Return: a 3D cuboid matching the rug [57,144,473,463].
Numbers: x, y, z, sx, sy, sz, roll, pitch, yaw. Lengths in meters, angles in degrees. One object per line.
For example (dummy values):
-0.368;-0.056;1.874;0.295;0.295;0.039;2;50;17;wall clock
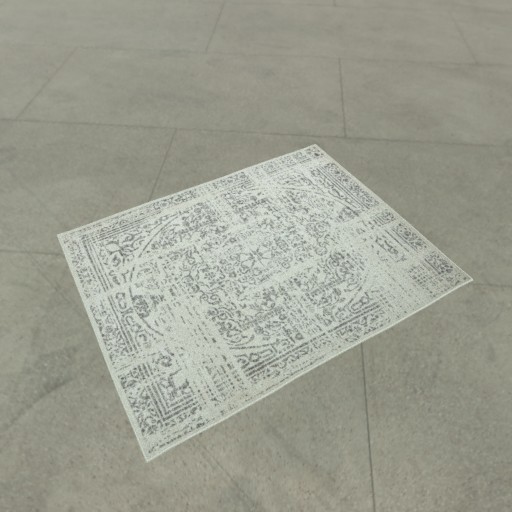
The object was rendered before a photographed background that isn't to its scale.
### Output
0.000;0.000;3.901;2.921;0.032;2.311;-23;52;-20;rug
